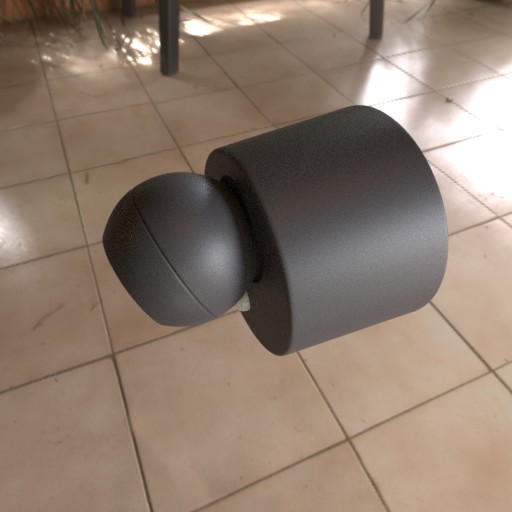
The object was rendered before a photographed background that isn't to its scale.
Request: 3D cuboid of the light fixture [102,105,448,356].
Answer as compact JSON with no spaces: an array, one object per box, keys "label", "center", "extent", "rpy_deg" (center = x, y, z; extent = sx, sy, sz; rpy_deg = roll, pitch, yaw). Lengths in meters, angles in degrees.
[{"label":"light fixture","center":[0.000,0.000,0.263],"extent":[0.160,0.143,0.134],"rpy_deg":[-18,49,-17]}]
